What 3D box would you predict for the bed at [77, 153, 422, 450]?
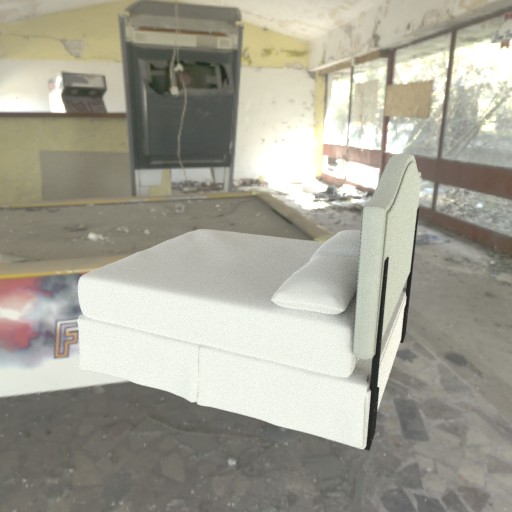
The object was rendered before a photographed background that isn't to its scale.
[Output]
[{"bbox_3d":[0.000,0.000,3.435,2.180,1.607,1.813,8,18,24],"label":"bed"}]
